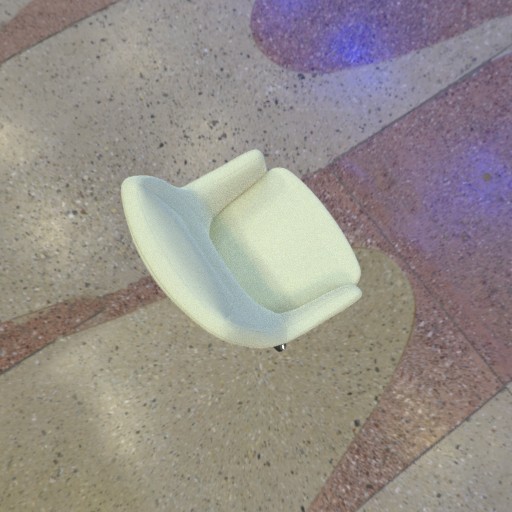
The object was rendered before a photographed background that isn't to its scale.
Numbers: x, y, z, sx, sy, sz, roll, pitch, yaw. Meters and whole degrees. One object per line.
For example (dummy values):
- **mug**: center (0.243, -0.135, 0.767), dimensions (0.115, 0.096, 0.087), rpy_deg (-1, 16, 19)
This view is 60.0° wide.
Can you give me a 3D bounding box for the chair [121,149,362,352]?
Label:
- **chair**: center (0.000, 0.000, 1.466), dimensions (0.640, 1.049, 0.620), rpy_deg (-33, 79, -7)
